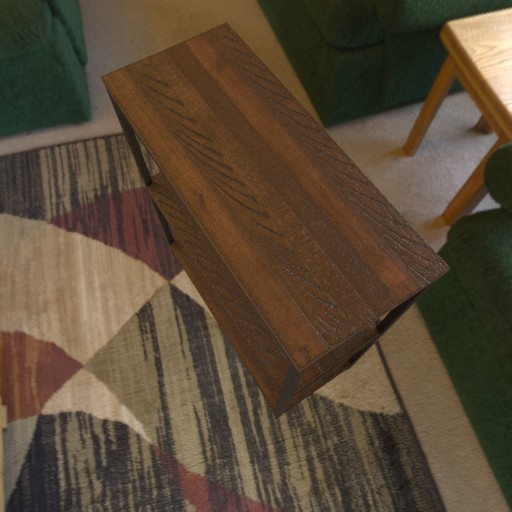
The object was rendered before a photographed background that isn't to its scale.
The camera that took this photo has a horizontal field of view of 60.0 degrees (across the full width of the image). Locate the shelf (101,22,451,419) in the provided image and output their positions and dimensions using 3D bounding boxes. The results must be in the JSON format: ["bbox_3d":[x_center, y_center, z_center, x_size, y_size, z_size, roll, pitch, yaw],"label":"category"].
[{"bbox_3d":[0.000,0.000,1.380,0.352,0.947,0.822,-30,68,-13],"label":"shelf"}]
